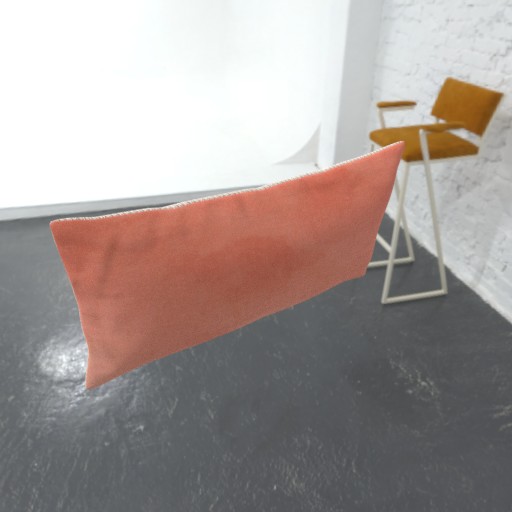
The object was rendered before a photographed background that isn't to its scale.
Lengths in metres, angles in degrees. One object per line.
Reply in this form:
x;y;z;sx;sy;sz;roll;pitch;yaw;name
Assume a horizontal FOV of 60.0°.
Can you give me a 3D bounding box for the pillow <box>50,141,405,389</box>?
0.000;0.000;0.745;0.608;0.307;0.155;-18;35;-29;pillow
